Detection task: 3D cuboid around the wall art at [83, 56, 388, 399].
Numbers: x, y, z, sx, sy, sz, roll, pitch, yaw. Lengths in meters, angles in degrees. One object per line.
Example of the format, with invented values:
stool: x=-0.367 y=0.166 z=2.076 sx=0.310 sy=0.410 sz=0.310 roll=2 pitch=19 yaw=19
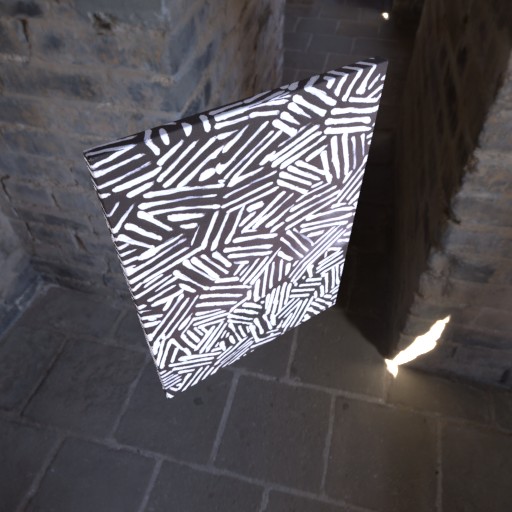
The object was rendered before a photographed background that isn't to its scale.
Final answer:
wall art: x=0.000 y=0.000 z=1.346 sx=0.765 sy=1.017 sz=0.038 roll=-26 pitch=53 yaw=-22
